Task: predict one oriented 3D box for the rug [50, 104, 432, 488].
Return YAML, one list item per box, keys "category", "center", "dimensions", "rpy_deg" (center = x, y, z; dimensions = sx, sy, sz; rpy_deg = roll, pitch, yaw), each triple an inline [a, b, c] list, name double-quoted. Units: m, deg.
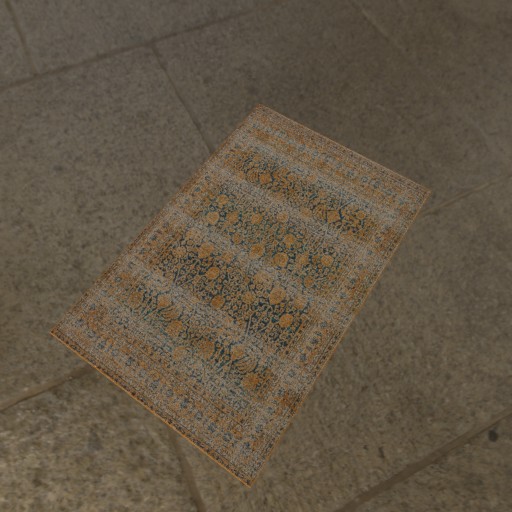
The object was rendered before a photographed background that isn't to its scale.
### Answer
- category: "rug"
  center: [0.000, 0.000, 3.006]
  dimensions: [1.525, 0.007, 2.336]
  rpy_deg: [31, 68, 15]
